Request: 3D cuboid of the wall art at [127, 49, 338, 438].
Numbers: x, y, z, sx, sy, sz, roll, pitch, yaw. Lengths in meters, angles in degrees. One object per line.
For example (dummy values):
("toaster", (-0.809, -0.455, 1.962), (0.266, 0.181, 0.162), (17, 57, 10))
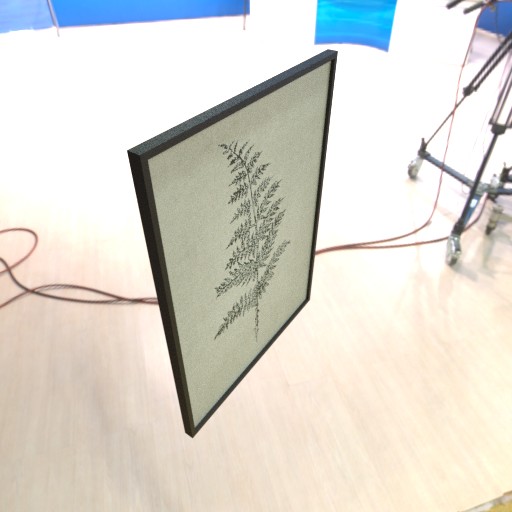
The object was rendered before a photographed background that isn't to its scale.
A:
("wall art", (0.000, 0.000, 1.430), (0.036, 1.070, 0.802), (25, 46, 26))
